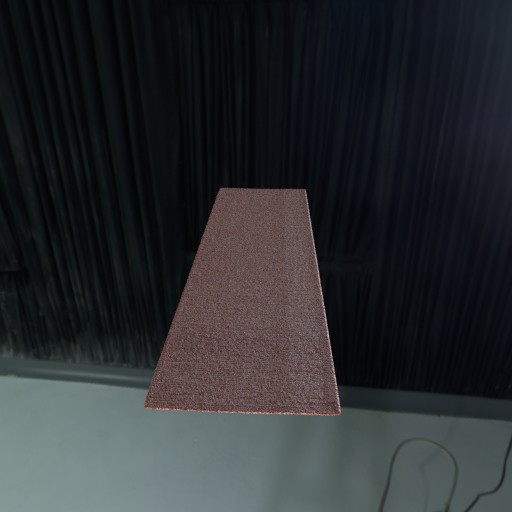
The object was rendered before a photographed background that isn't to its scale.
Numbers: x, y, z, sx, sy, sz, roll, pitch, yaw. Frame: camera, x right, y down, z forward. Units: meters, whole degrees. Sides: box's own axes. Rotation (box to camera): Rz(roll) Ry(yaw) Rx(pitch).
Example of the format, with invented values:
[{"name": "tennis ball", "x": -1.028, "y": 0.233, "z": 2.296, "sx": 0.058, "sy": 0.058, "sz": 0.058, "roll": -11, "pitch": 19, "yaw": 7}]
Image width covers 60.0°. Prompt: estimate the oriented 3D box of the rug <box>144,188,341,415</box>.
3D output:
[{"name": "rug", "x": 0.000, "y": 0.000, "z": 2.543, "sx": 0.687, "sy": 0.012, "sz": 2.307, "roll": 1, "pitch": 28, "yaw": 2}]
